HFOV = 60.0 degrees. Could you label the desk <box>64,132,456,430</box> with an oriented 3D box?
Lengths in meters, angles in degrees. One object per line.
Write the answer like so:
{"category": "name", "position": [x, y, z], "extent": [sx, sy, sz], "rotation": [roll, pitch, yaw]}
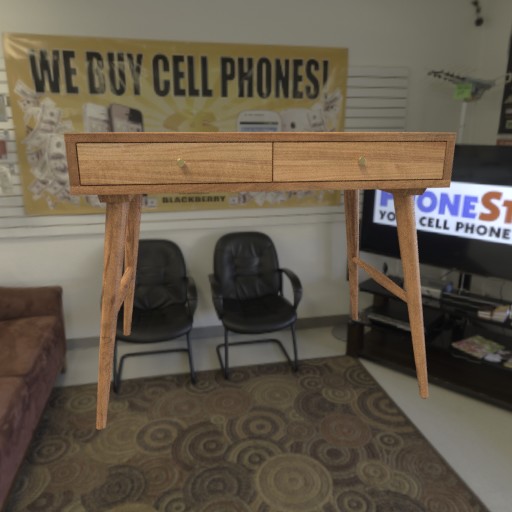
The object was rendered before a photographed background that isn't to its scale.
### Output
{"category": "desk", "position": [0.000, 0.000, 1.412], "extent": [0.949, 0.758, 0.588], "rotation": [-2, 16, -9]}
